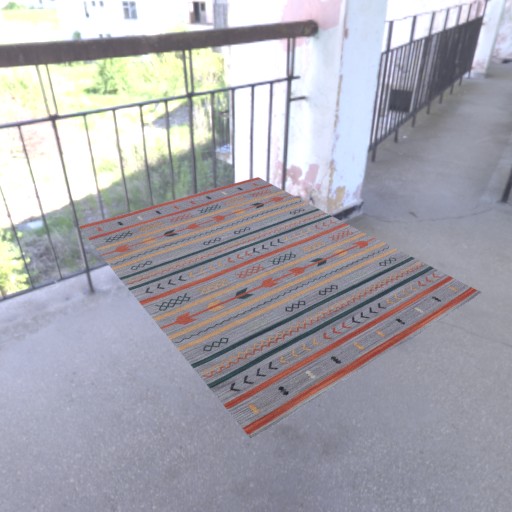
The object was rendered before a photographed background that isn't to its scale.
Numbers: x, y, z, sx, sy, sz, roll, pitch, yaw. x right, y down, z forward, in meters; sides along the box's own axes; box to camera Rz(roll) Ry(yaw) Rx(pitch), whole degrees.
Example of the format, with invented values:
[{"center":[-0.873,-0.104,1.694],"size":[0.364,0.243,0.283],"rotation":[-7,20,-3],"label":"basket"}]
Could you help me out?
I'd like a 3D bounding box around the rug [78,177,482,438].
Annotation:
[{"center":[0.000,0.000,3.999],"size":[2.263,0.022,3.029],"rotation":[-21,38,-30],"label":"rug"}]
